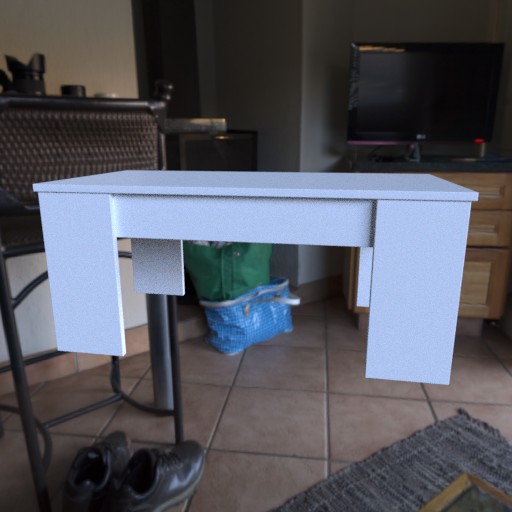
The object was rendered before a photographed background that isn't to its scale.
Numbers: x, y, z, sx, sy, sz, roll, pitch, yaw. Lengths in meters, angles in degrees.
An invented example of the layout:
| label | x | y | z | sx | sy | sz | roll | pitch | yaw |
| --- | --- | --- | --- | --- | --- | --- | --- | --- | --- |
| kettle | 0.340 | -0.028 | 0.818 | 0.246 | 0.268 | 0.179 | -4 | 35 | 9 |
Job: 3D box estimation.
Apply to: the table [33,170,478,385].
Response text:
| label | x | y | z | sx | sy | sz | roll | pitch | yaw |
| --- | --- | --- | --- | --- | --- | --- | --- | --- | --- |
| table | 0.000 | 0.000 | 1.271 | 1.000 | 0.440 | 0.500 | 3 | 15 | 10 |
